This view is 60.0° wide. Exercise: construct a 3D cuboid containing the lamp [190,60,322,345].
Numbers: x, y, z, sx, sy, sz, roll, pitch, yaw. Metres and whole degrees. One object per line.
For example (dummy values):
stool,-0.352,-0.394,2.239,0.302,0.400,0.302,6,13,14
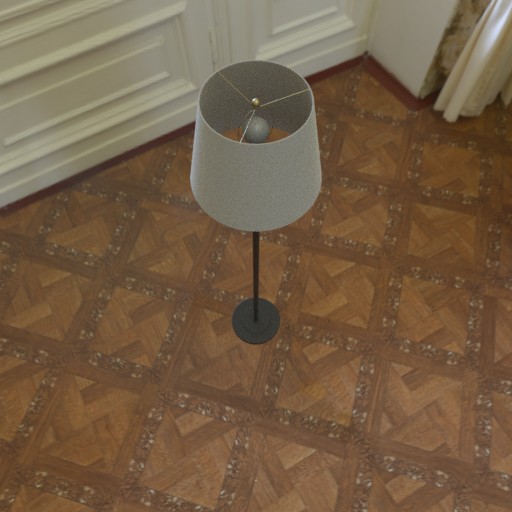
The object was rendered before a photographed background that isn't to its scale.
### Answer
lamp,0.000,0.000,1.601,0.348,1.473,0.348,13,64,7
